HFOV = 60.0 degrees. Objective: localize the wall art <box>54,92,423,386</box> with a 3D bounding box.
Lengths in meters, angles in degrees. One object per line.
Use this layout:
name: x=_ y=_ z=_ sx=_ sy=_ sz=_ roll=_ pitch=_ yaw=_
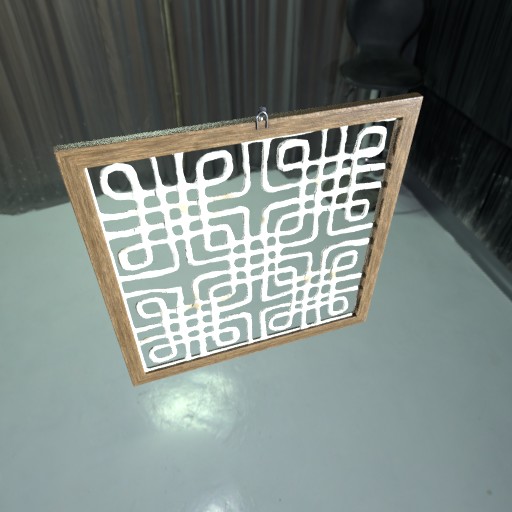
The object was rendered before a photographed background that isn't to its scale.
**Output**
wall art: x=0.000 y=0.000 z=0.829 sx=0.561 sy=0.582 sz=0.021 roll=-13 pitch=44 yaw=-14
